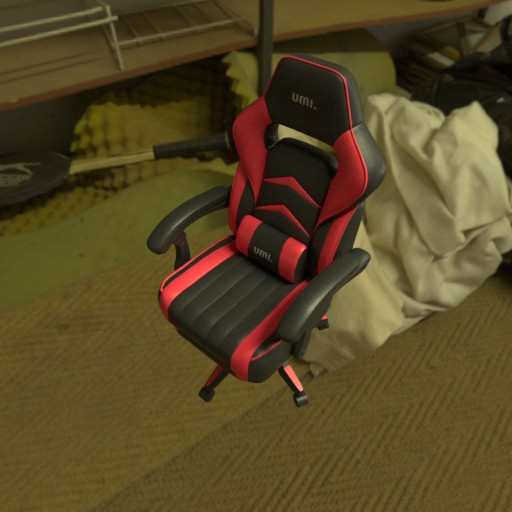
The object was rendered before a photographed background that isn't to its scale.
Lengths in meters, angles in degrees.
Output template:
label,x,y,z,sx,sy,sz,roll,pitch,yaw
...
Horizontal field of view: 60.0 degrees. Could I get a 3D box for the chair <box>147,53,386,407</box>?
label,x,y,z,sx,sy,sz,roll,pitch,yaw
chair,0.000,0.000,1.614,0.700,1.220,0.700,31,54,26
